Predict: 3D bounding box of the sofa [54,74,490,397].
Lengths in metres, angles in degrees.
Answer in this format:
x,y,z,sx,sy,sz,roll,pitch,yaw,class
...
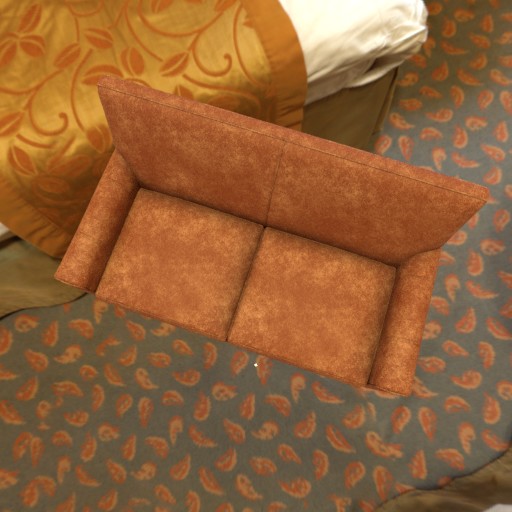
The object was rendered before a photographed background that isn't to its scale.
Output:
x,y,z,sx,sy,sz,roll,pitch,yaw,class
0.000,0.000,1.934,1.473,0.871,0.787,18,77,4,sofa
